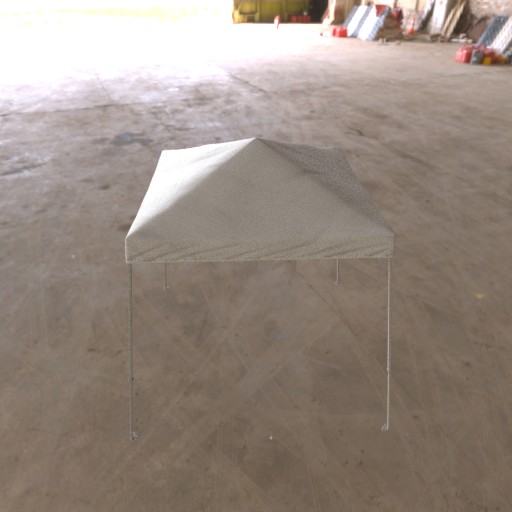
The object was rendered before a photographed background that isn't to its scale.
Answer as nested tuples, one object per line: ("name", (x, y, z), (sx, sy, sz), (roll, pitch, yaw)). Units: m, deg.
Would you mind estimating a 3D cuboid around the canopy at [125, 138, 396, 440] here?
("canopy", (0.000, 0.000, 5.299), (2.849, 2.849, 2.848), (-1, 32, -2))
